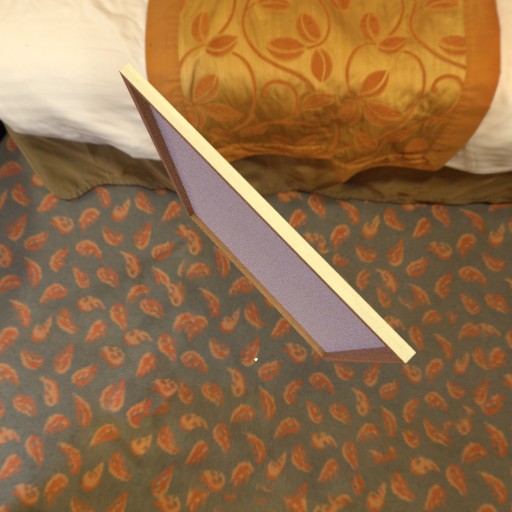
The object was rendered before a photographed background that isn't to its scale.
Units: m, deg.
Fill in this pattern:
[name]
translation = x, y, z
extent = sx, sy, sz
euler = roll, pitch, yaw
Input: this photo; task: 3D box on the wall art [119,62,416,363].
[wall art]
translation = 0.000, 0.000, 0.990
extent = 0.021, 0.710, 0.609
euler = -42, 80, -9
